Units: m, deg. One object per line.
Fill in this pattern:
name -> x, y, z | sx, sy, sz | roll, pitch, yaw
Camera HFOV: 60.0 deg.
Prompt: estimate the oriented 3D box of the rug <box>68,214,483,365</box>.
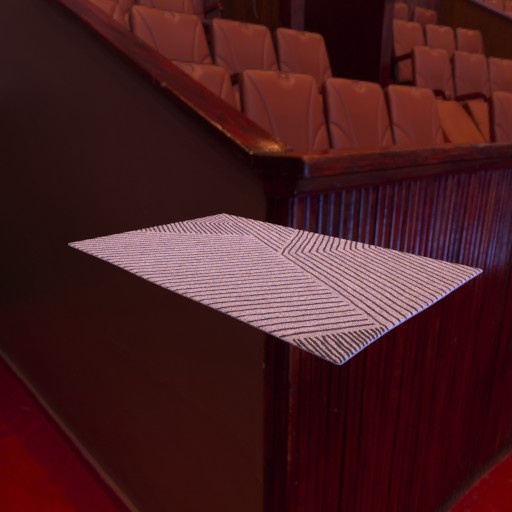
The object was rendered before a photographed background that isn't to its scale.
rug -> 0.000, 0.000, 3.001 | 2.406, 0.023, 1.539 | 16, 23, 42
